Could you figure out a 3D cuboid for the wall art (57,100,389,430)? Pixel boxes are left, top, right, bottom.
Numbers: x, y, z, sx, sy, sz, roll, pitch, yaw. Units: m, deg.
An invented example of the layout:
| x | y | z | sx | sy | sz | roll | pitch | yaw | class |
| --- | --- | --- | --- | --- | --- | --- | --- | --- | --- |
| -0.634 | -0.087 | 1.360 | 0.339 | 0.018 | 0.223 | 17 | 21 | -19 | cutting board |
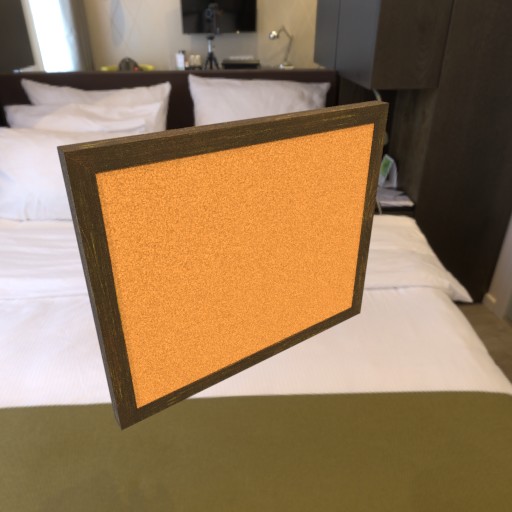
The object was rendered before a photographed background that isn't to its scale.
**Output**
| x | y | z | sx | sy | sz | roll | pitch | yaw | class |
| --- | --- | --- | --- | --- | --- | --- | --- | --- | --- |
| 0.000 | 0.000 | 0.766 | 0.558 | 0.457 | 0.032 | -19 | 34 | -31 | wall art |
